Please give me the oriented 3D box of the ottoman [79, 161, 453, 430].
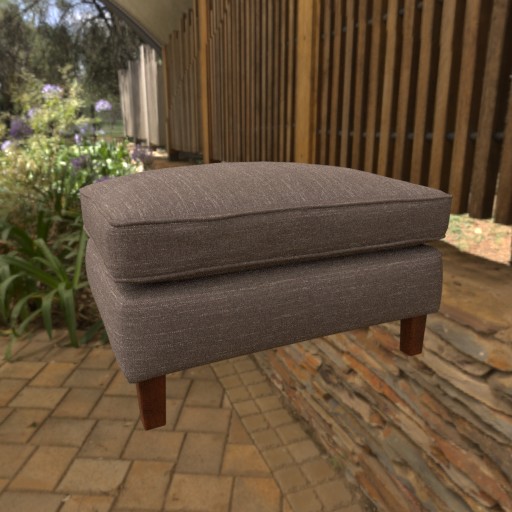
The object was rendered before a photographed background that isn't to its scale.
[{"bbox_3d":[0.000,0.000,0.984,0.686,0.406,0.508,-7,17,-25],"label":"ottoman"}]
